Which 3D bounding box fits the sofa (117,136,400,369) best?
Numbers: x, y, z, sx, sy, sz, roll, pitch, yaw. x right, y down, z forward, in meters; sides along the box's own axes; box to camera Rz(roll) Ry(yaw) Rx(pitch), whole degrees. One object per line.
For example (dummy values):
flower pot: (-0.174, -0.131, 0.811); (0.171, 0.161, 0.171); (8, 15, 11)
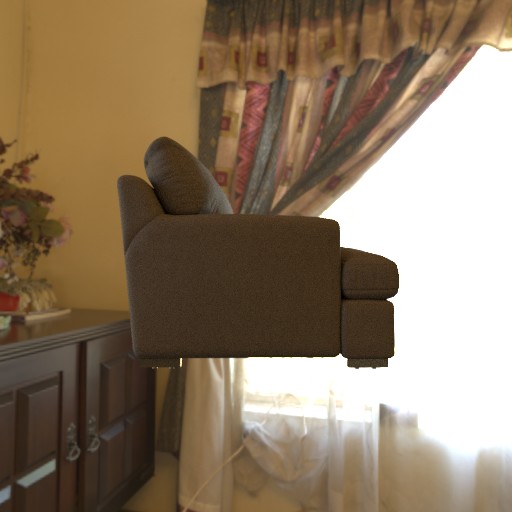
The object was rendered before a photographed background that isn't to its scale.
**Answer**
sofa: (0.000, 0.000, 2.853); (1.140, 0.950, 2.271); (0, -1, 0)
